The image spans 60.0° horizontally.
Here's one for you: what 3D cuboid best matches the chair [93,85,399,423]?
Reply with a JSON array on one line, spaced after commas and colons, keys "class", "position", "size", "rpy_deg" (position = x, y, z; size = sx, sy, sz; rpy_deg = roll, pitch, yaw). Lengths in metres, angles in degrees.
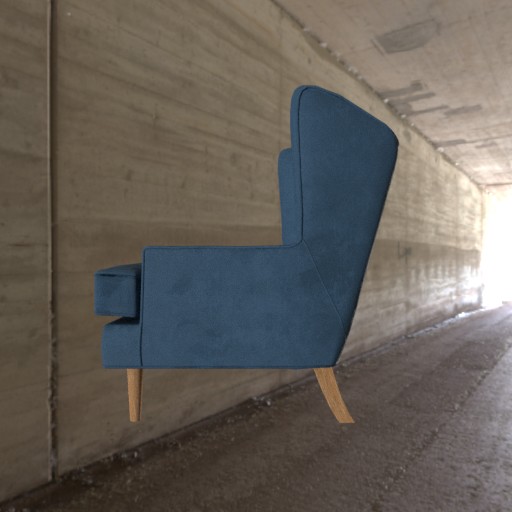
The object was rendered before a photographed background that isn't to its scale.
[{"class": "chair", "position": [0.000, 0.000, 1.601], "size": [0.910, 0.952, 0.793], "rpy_deg": [0, 0, 0]}]
